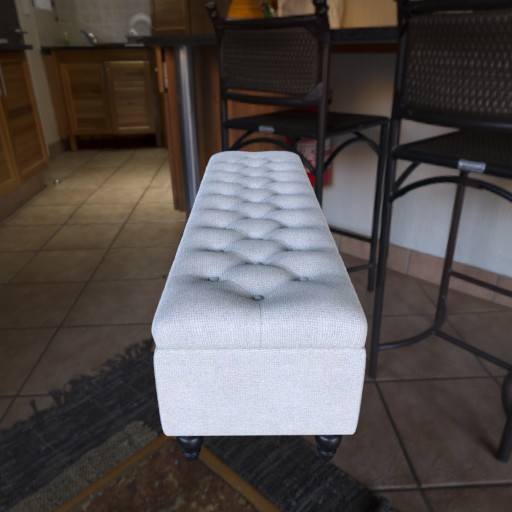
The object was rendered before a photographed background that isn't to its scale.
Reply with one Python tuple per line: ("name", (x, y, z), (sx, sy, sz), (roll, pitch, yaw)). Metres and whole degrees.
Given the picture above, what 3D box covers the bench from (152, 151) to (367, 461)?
("bench", (0.000, 0.000, 1.636), (0.455, 0.467, 1.480), (0, 26, 0))
